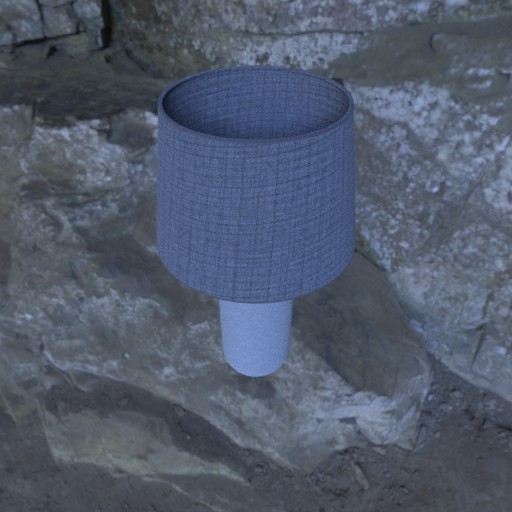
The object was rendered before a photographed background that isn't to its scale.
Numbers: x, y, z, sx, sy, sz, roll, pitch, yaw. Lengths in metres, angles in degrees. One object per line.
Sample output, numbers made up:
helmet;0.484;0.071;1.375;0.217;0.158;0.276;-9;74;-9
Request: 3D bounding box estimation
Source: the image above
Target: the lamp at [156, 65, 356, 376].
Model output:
lamp;0.000;0.000;0.593;0.251;0.429;0.251;0;41;0
